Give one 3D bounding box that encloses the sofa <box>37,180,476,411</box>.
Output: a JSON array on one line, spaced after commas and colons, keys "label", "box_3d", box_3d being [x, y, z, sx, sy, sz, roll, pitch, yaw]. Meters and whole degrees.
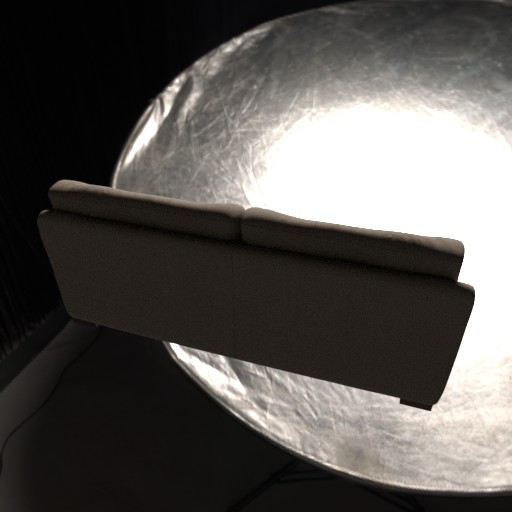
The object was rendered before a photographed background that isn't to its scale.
[{"label": "sofa", "box_3d": [0.000, 0.000, 2.765, 2.354, 0.980, 0.962, 10, 35, 15]}]
